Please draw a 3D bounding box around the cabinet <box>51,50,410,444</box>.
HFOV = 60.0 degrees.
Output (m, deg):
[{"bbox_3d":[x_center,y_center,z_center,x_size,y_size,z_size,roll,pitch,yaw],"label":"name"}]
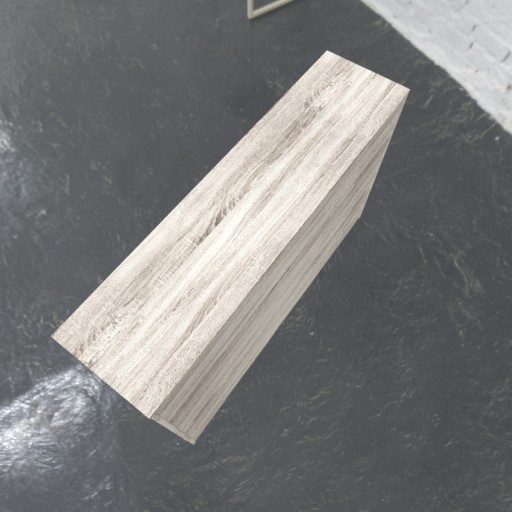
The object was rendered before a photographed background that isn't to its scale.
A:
[{"bbox_3d":[0.000,0.000,1.852,0.380,0.900,1.450,33,67,16],"label":"cabinet"}]
